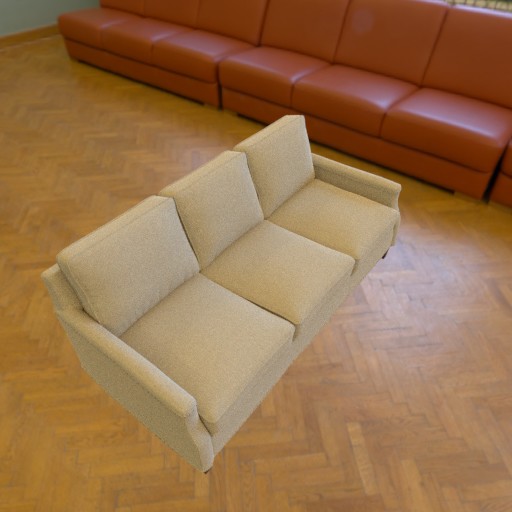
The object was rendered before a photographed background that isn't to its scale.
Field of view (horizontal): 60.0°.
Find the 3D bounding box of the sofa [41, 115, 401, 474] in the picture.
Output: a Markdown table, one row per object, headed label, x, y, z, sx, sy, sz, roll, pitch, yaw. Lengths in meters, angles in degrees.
| label | x | y | z | sx | sy | sz | roll | pitch | yaw |
| --- | --- | --- | --- | --- | --- | --- | --- | --- | --- |
| sofa | 0.000 | 0.000 | 2.828 | 1.084 | 1.003 | 2.246 | 27 | 49 | 27 |
